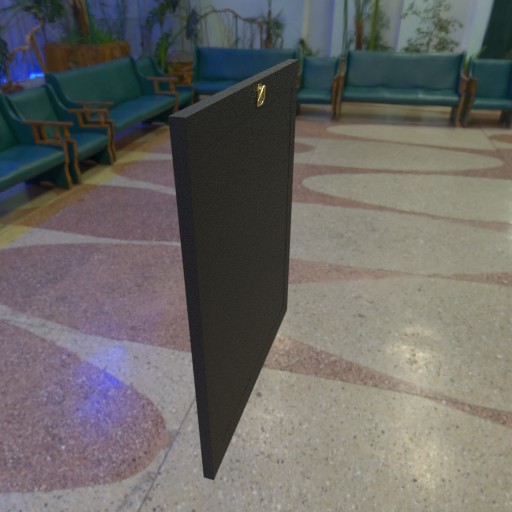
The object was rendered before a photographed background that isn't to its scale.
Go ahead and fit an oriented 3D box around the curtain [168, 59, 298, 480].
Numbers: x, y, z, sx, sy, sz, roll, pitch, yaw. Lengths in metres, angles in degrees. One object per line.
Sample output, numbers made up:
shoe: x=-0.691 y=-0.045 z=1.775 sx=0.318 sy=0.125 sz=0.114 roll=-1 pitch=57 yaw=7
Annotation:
curtain: x=0.000 y=0.000 z=0.781 sx=0.027 sy=0.585 sz=0.483 roll=9 pitch=32 yaw=15
